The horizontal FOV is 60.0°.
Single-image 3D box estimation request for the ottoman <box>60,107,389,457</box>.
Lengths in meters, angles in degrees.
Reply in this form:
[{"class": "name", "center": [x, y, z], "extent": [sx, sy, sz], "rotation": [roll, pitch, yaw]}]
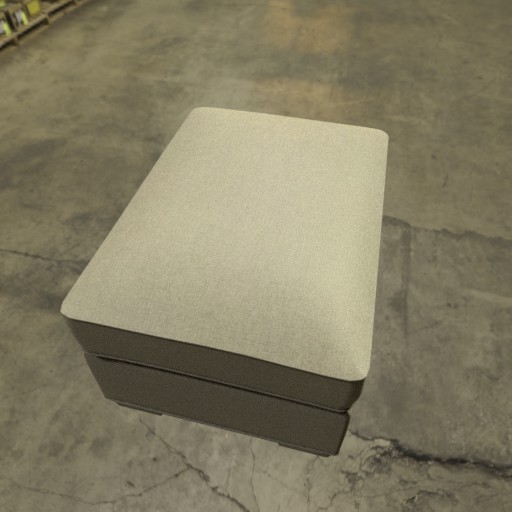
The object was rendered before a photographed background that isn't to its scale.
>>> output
[{"class": "ottoman", "center": [0.000, 0.000, 1.237], "extent": [0.619, 0.504, 0.843], "rotation": [10, 48, 9]}]
